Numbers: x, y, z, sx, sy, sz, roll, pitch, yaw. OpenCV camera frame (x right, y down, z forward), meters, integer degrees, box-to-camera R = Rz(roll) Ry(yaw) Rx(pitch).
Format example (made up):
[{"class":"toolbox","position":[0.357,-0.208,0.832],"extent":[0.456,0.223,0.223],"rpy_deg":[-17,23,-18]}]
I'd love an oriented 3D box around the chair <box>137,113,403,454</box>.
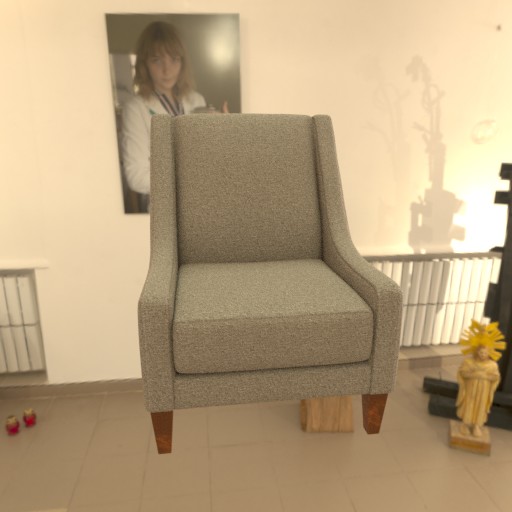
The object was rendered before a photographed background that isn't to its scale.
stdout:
[{"class":"chair","position":[0.000,0.000,1.611],"extent":[0.774,1.016,0.870],"rpy_deg":[-2,16,-8]}]
